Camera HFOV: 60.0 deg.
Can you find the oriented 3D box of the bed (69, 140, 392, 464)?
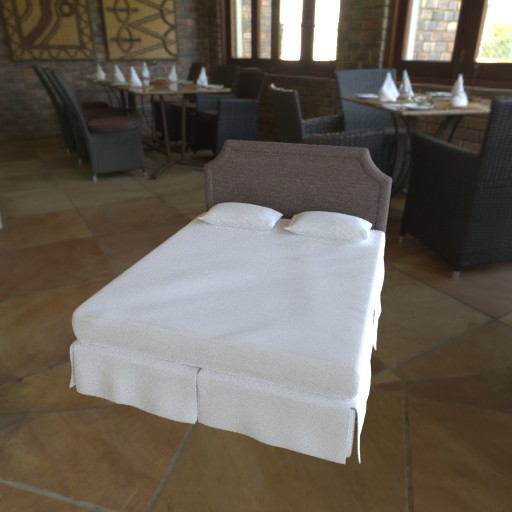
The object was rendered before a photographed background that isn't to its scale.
[{"bbox_3d":[0.000,0.000,4.122,2.350,1.590,2.773,8,26,17],"label":"bed"}]
